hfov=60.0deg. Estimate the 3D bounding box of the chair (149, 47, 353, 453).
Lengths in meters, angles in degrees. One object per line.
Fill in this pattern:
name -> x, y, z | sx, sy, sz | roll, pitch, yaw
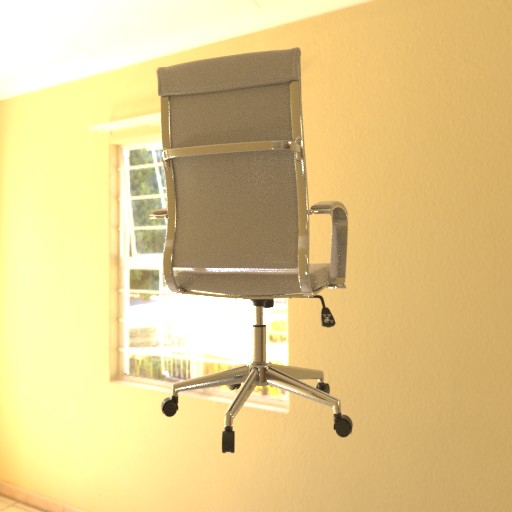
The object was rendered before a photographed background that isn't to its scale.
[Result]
chair -> 0.000, 0.000, 1.567 | 0.679, 1.149, 0.667 | 0, 0, 17
